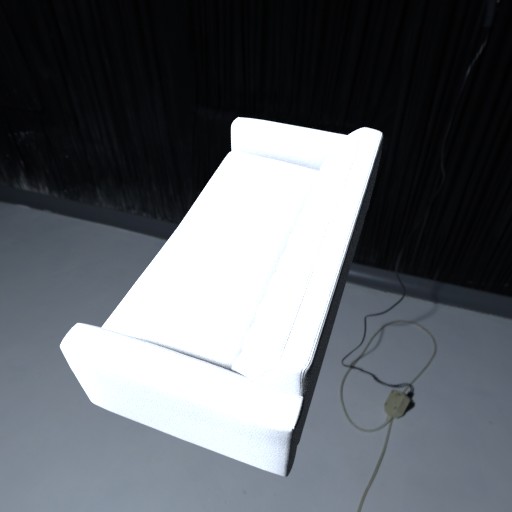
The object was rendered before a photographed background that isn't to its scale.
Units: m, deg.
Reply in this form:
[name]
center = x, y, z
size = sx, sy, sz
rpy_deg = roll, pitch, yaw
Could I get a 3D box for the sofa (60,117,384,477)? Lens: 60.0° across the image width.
[sofa]
center = 0.000, 0.000, 2.354
size = 0.969, 0.814, 1.895
rpy_deg = 15, 48, 14
